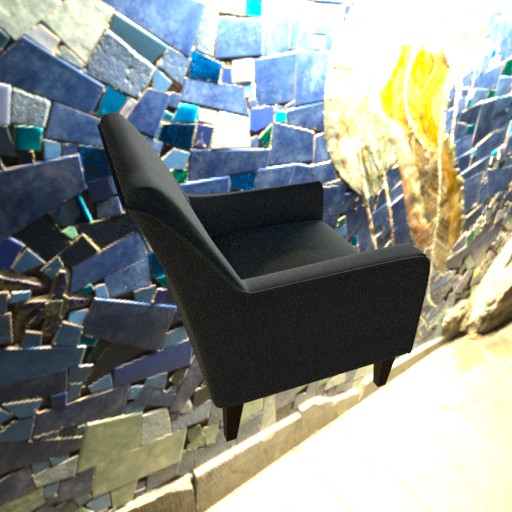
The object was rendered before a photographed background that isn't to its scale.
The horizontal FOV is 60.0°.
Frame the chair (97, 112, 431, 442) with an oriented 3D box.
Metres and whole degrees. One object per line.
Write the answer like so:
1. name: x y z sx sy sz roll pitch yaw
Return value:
1. chair: 0.000 0.000 1.598 0.899 0.919 0.780 -11 33 -18
